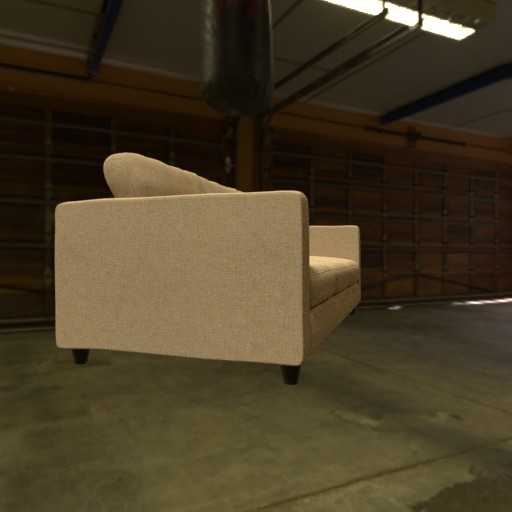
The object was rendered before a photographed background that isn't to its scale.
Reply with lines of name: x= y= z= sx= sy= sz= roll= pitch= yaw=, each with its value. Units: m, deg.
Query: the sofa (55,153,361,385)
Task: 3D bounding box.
sofa: x=0.000 y=0.000 z=2.334 sx=0.930 sy=0.800 sz=1.855 roll=0 pitch=0 yaw=18
